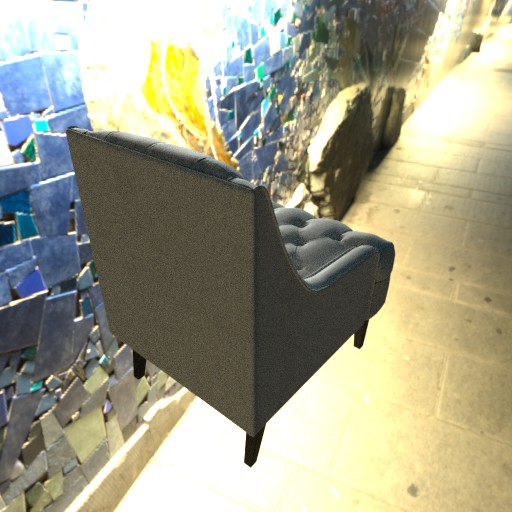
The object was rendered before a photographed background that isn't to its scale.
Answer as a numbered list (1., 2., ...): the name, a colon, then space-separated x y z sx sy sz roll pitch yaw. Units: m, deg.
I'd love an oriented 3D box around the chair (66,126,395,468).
1. chair: 0.000 0.000 1.423 0.658 0.891 0.772 24 38 33
